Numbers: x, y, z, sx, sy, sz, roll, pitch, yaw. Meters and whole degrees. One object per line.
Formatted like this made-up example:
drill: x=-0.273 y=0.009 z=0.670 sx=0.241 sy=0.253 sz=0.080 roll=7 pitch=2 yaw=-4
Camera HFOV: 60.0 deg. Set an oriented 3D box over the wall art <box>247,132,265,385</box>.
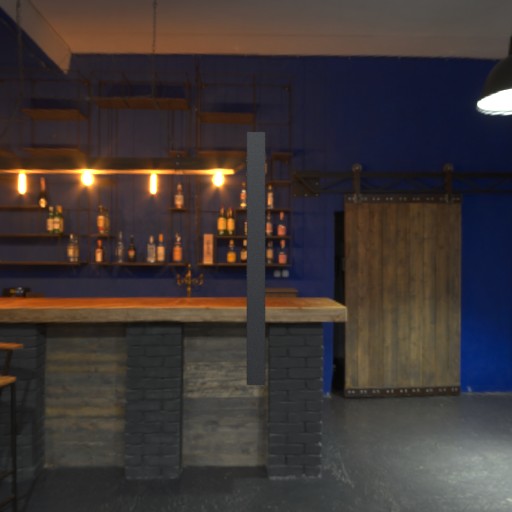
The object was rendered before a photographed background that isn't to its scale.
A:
wall art: x=0.000 y=0.000 z=1.755 sx=0.041 sy=0.554 sz=1.572 roll=0 pitch=0 yaw=0
